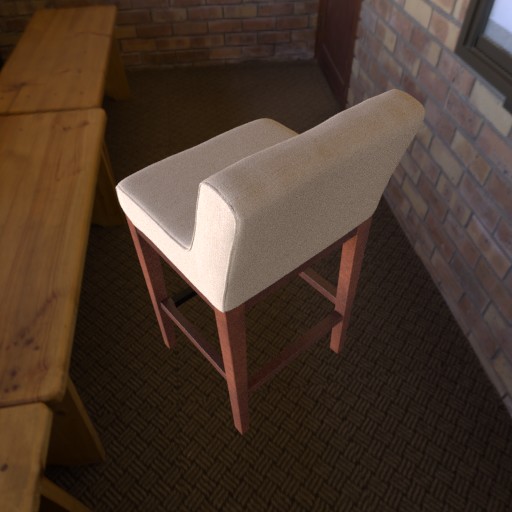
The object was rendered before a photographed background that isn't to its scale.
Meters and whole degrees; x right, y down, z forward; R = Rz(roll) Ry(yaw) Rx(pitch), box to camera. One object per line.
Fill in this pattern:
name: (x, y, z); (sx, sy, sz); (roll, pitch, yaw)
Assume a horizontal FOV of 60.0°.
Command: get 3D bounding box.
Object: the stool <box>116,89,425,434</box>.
stool: (0.000, 0.000, 1.222); (0.511, 0.937, 0.500); (-32, 54, -27)
